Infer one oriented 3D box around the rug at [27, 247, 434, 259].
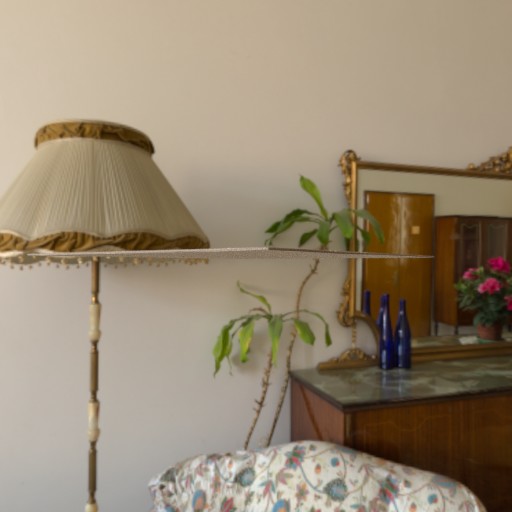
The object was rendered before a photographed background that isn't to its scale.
[{"bbox_3d":[0.000,0.000,3.927,2.288,0.018,2.895,-1,-1,36],"label":"rug"}]
